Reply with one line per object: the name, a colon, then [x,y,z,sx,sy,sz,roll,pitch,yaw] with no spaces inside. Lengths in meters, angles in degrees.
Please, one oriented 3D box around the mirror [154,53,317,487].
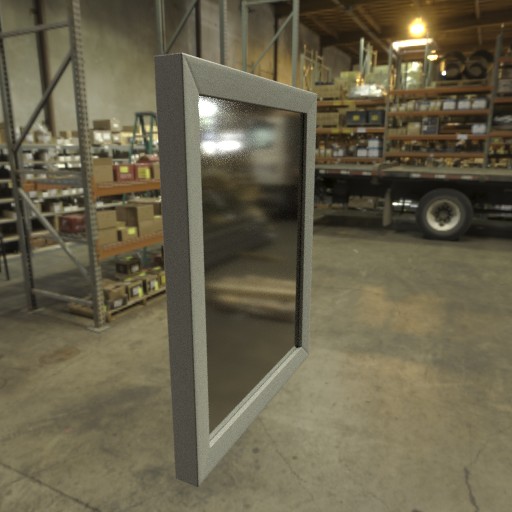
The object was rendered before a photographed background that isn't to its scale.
mirror: [0.000,0.000,0.683,0.041,0.508,0.405,7,16,26]
